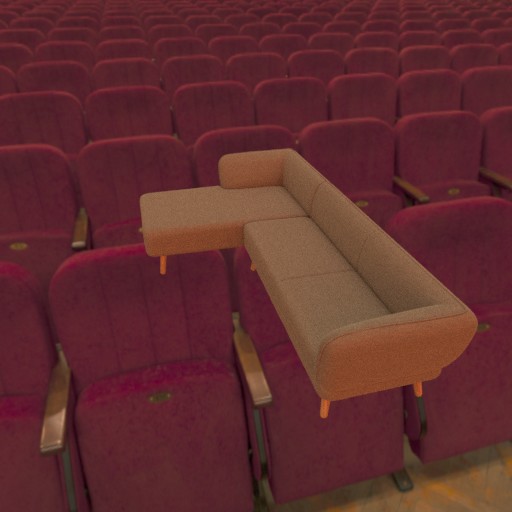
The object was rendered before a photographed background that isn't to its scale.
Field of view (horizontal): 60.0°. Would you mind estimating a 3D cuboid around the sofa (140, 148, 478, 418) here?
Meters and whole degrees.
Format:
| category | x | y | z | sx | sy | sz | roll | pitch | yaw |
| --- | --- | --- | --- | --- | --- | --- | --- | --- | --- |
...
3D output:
| category | x | y | z | sx | sy | sz | roll | pitch | yaw |
| --- | --- | --- | --- | --- | --- | --- | --- | --- | --- |
| sofa | 0.000 | 0.000 | 3.167 | 1.532 | 0.693 | 2.653 | -8 | 32 | -13 |
